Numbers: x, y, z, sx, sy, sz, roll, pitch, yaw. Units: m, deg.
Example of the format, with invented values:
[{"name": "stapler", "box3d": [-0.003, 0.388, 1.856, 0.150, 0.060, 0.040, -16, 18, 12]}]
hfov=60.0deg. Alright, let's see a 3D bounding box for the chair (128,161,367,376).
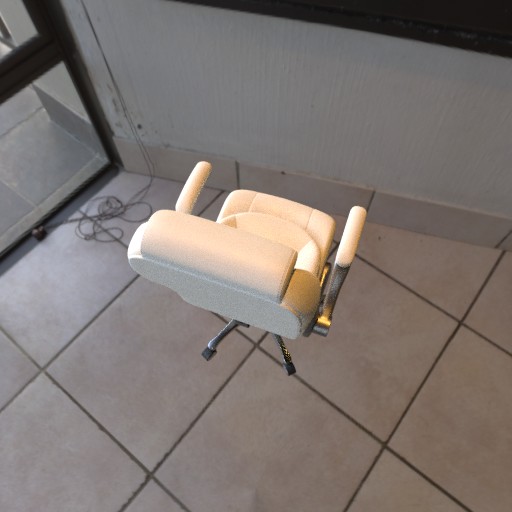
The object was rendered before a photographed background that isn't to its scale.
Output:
[{"name": "chair", "box3d": [0.000, 0.000, 1.850, 0.755, 1.330, 0.806, 18, 64, 9]}]
